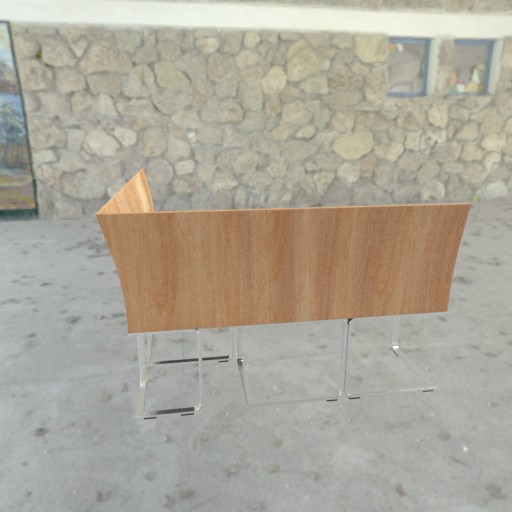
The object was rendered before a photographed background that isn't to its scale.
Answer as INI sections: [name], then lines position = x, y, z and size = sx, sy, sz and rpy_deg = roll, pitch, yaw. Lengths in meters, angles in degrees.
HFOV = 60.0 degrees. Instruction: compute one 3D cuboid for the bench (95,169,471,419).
[bench]
position = 0.000, 0.000, 2.771
size = 1.495, 0.930, 1.945
rpy_deg = -3, 16, -9
